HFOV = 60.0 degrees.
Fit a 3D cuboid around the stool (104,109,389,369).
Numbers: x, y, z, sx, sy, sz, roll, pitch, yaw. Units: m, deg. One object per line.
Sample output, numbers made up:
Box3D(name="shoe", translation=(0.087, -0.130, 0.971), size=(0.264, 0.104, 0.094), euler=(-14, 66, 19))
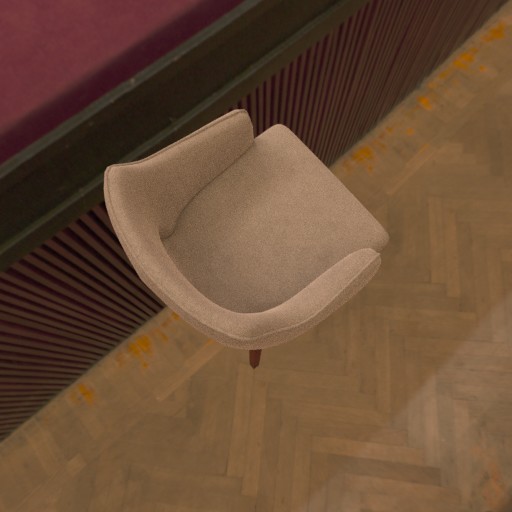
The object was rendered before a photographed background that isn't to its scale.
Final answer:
Box3D(name="stool", translation=(0.000, 0.000, 1.320), size=(0.558, 1.012, 0.548), euler=(-38, 78, -10))
